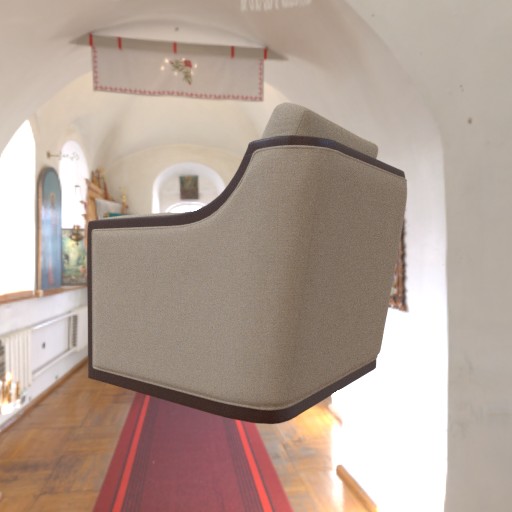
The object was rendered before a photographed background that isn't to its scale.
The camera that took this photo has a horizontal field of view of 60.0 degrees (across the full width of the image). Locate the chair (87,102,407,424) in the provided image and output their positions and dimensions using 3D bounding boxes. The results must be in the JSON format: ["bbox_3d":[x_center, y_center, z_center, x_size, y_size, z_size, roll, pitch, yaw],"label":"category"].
[{"bbox_3d":[0.000,0.000,1.691,0.950,0.930,0.870,1,1,36],"label":"chair"}]
